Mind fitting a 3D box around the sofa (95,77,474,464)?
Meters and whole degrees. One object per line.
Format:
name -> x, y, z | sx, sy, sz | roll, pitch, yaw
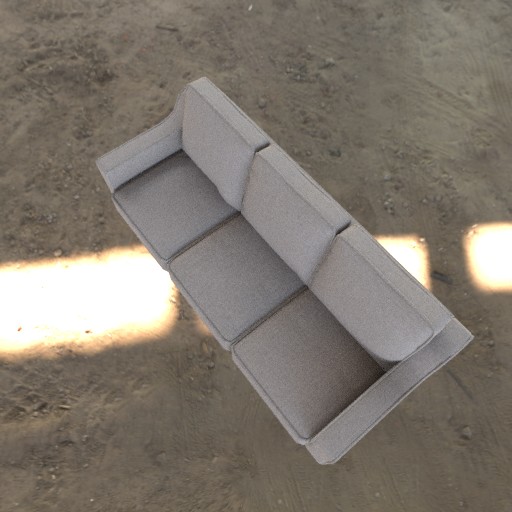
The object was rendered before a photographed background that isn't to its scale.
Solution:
sofa -> 0.000, 0.000, 2.545 | 0.899, 0.950, 2.129 | -36, 69, -16
